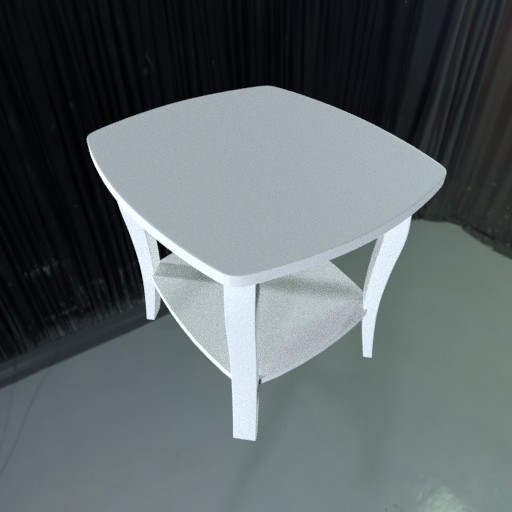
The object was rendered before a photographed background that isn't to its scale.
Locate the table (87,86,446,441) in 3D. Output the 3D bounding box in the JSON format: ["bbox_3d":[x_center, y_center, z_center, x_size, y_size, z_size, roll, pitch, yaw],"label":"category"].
[{"bbox_3d":[0.000,0.000,0.843,0.451,0.438,0.502,-26,47,-27],"label":"table"}]
